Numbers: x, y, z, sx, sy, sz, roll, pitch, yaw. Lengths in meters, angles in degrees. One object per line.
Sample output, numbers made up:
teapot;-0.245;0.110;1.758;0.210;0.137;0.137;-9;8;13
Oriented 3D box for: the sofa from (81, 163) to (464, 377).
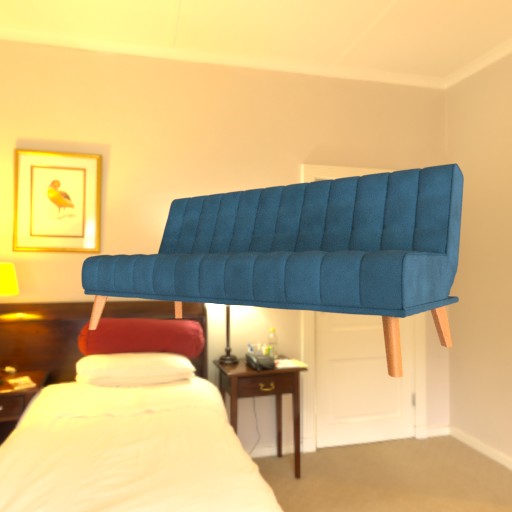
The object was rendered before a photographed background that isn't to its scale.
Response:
sofa;0.000;0.000;2.275;1.804;0.813;0.855;-1;-1;37
